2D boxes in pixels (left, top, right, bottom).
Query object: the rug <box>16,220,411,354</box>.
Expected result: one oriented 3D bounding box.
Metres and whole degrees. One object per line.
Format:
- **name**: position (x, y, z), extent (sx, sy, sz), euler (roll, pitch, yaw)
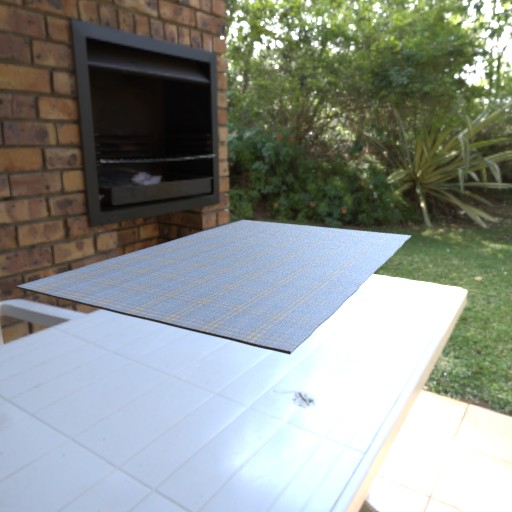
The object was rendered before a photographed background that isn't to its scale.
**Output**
- **rug**: position (0.000, 0.000, 2.286), extent (1.231, 0.012, 1.835), euler (8, 16, 28)
